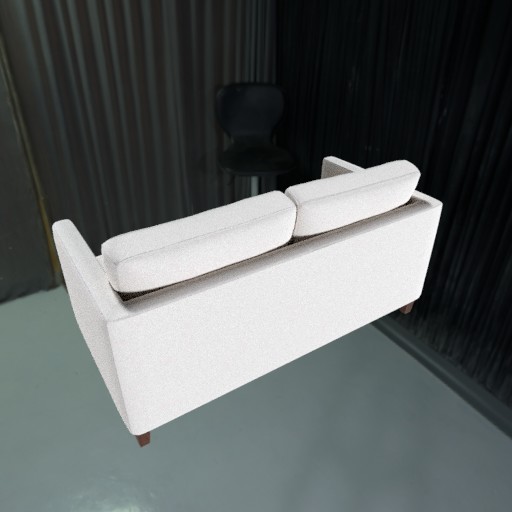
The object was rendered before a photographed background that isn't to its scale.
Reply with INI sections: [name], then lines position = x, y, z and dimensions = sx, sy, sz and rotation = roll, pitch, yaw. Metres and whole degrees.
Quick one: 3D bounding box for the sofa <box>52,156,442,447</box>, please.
[sofa]
position = 0.000, 0.000, 2.252
dimensions = 1.722, 0.888, 0.873
rotation = -19, 36, -28
